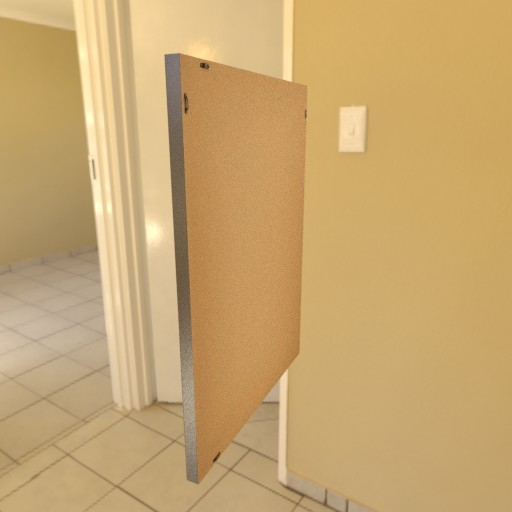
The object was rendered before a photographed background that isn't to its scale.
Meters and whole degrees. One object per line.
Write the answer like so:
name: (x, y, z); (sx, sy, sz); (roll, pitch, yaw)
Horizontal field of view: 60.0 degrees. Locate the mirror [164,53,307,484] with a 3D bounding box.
mirror: (0.000, 0.000, 1.332); (0.041, 1.016, 0.762); (7, 18, 24)
